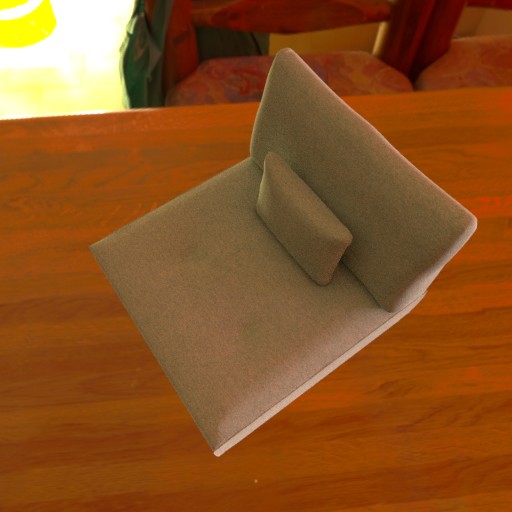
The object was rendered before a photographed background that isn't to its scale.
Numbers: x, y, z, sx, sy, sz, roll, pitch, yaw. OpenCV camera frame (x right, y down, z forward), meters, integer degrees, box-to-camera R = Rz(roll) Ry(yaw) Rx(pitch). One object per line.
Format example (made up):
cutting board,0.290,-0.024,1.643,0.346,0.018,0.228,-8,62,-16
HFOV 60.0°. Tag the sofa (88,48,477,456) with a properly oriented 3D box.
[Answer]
sofa,0.000,0.000,1.647,1.000,0.820,0.930,-32,68,-15
